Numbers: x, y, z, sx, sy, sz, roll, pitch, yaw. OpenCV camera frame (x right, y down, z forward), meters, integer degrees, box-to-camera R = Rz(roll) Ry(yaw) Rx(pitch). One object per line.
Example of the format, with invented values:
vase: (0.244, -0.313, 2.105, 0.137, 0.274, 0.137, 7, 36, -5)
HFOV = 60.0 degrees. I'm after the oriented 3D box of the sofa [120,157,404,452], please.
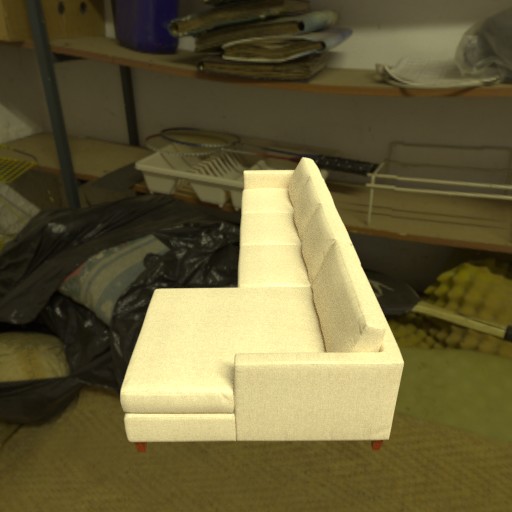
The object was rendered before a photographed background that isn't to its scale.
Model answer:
sofa: (0.000, 0.000, 4.019, 1.603, 0.954, 3.471, 0, 28, -1)
